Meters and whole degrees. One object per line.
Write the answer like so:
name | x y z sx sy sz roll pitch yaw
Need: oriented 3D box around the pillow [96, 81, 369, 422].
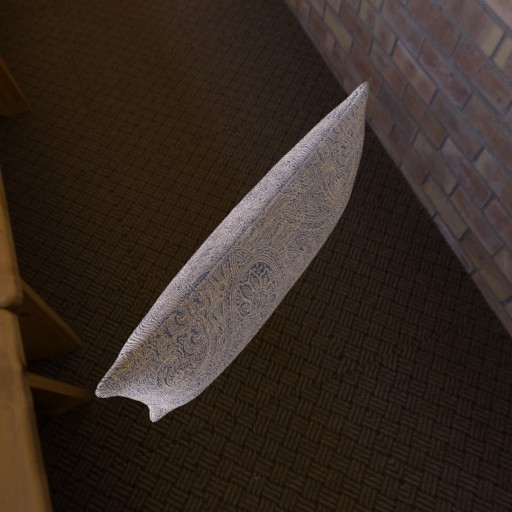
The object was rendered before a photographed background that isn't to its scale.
pillow | 0.000 0.000 0.743 0.151 0.295 0.615 33 68 15
